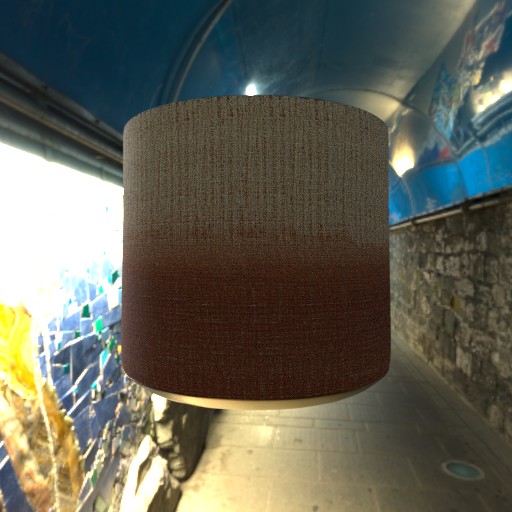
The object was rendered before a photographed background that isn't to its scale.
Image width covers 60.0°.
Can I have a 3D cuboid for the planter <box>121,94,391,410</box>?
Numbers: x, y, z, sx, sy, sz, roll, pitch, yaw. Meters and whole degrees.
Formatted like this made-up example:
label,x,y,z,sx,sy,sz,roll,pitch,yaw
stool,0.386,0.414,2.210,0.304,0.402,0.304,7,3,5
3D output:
label,x,y,z,sx,sy,sz,roll,pitch,yaw
planter,0.000,0.000,0.379,0.221,0.201,0.221,0,0,0
